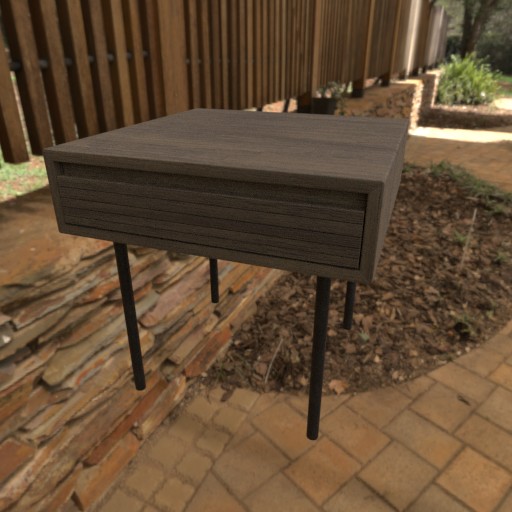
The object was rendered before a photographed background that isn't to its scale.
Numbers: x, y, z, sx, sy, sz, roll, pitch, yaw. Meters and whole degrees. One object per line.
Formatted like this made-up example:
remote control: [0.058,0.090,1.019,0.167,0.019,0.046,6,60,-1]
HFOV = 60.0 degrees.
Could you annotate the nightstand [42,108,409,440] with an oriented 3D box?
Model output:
nightstand: [0.000,0.000,0.904,0.502,0.497,0.503,9,27,18]
